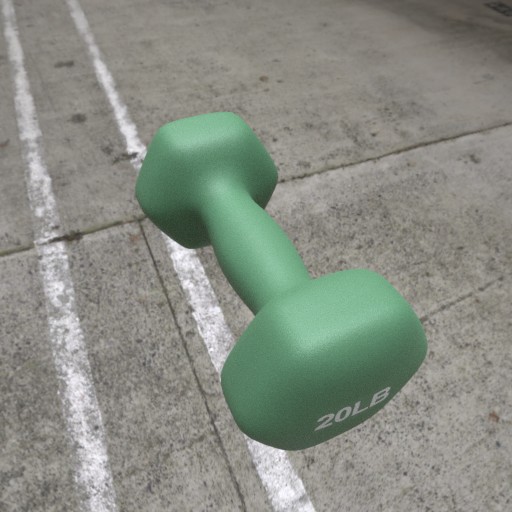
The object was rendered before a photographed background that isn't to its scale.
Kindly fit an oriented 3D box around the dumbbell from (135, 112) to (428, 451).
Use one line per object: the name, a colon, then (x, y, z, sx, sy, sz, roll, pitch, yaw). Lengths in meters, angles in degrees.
dumbbell: (0.000, 0.000, 0.321, 0.126, 0.114, 0.257, -18, 48, -17)
